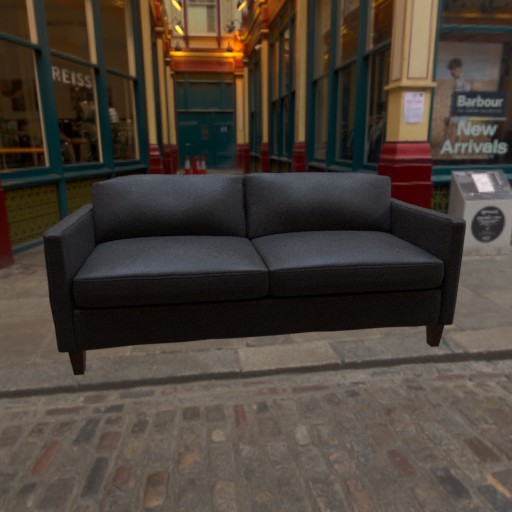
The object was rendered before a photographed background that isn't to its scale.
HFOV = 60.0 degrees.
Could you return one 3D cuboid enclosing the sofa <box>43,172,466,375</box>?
[{"bbox_3d":[0.000,0.000,2.458,1.971,0.863,0.933,-2,15,-9],"label":"sofa"}]
